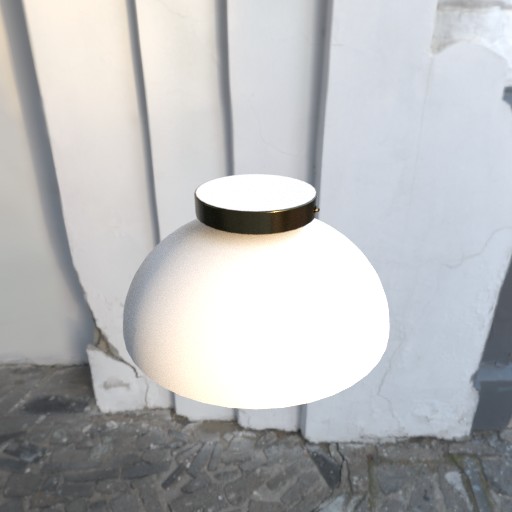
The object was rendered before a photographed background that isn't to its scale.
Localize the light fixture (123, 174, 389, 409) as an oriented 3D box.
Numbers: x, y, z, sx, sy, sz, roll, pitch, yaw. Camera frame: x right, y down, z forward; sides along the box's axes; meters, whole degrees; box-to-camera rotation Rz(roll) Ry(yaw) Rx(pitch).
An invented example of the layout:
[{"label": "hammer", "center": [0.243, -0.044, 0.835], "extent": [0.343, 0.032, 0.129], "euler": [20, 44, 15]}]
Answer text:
[{"label": "light fixture", "center": [0.000, 0.000, 0.575], "extent": [0.355, 0.177, 0.355], "euler": [0, 26, 0]}]
